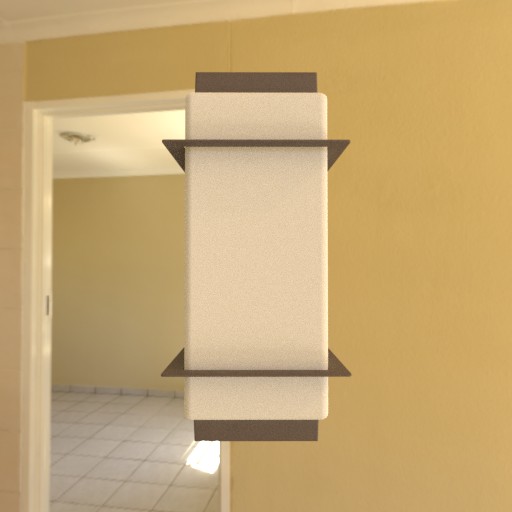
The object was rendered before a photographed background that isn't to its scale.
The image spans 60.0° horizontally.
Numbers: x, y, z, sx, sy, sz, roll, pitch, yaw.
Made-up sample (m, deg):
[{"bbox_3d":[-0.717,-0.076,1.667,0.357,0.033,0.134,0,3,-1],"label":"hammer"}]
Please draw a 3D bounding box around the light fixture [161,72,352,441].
[{"bbox_3d":[0.000,0.000,0.429,0.153,0.347,0.146,0,-1,0],"label":"light fixture"}]
